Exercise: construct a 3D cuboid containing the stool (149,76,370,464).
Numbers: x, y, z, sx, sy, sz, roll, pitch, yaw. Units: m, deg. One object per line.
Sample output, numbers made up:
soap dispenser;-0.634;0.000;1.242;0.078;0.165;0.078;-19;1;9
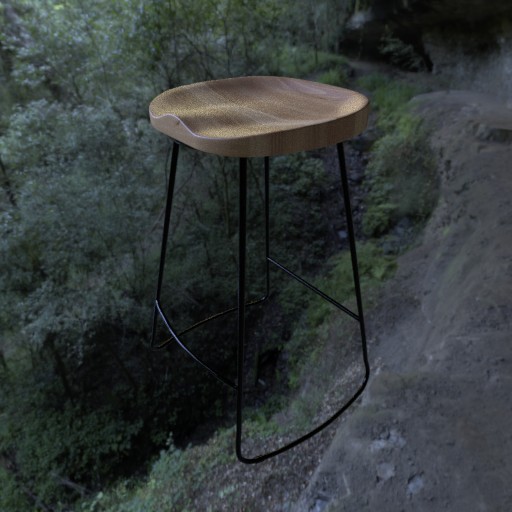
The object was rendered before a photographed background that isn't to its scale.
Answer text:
stool;0.000;0.000;0.971;0.401;0.679;0.480;-21;37;-31
